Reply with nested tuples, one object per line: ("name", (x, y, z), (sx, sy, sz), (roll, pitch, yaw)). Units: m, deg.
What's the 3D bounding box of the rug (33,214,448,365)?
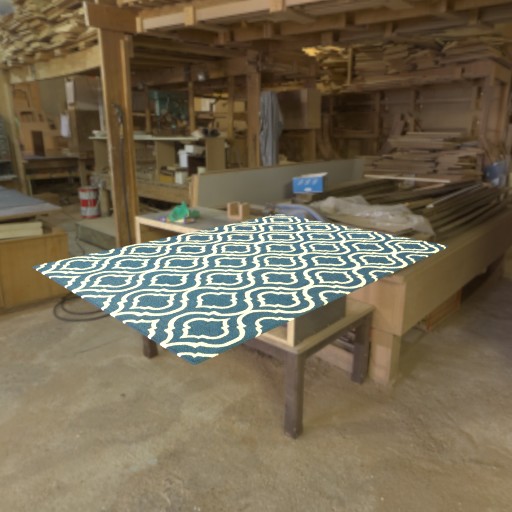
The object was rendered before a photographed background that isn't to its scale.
("rug", (0.000, 0.000, 2.767), (1.524, 0.010, 2.134), (16, 23, 42))
